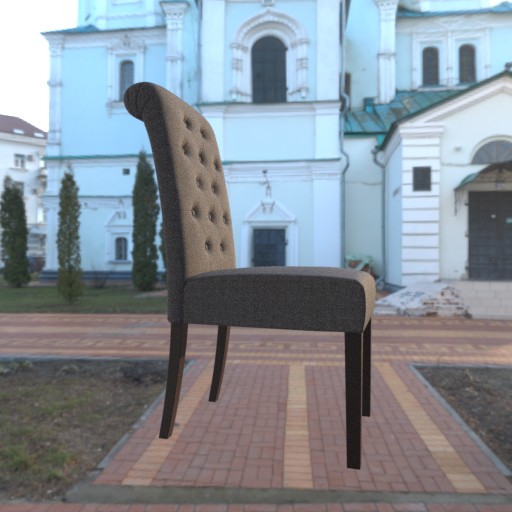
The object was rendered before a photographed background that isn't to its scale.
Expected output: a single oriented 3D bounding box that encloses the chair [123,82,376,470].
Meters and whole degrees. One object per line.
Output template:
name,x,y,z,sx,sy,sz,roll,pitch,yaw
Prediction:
chair,0.000,0.000,1.329,0.671,1.006,0.456,0,-1,18
